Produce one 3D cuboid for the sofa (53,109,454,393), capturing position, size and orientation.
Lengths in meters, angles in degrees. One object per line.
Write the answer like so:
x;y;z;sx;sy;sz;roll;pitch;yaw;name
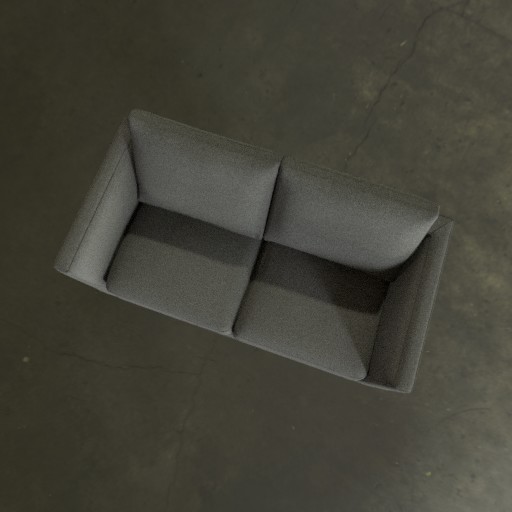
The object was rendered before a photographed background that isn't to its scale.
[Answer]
0.000;0.000;2.145;1.594;0.924;0.803;19;76;5;sofa
